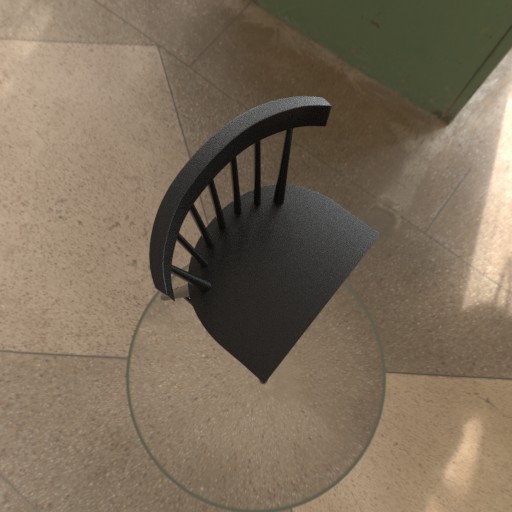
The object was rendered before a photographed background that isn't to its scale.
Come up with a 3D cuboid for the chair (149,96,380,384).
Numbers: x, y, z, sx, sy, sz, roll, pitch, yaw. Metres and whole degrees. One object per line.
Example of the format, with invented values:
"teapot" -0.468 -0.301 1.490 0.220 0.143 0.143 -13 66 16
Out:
"chair" 0.000 0.000 1.183 0.483 0.844 0.506 38 79 9
